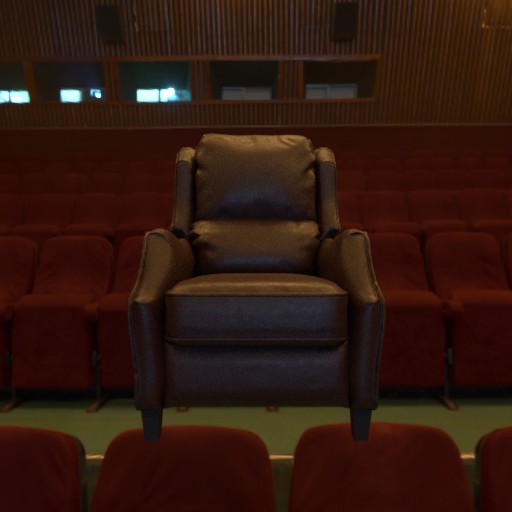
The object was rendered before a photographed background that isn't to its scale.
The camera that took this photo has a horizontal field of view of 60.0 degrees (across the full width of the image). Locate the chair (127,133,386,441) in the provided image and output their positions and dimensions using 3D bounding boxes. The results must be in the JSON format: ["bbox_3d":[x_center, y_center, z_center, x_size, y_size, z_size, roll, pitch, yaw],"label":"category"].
[{"bbox_3d":[0.000,0.000,1.738,0.770,1.132,0.982,0,0,0],"label":"chair"}]
